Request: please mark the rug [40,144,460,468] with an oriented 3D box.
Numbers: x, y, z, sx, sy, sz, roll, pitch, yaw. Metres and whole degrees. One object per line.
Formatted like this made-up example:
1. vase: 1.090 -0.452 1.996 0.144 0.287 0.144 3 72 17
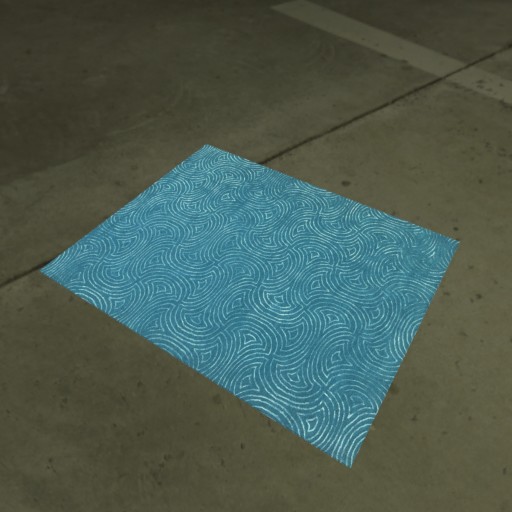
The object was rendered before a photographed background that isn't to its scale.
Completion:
1. rug: 0.000 0.000 4.083 3.033 0.012 2.432 26 52 22
